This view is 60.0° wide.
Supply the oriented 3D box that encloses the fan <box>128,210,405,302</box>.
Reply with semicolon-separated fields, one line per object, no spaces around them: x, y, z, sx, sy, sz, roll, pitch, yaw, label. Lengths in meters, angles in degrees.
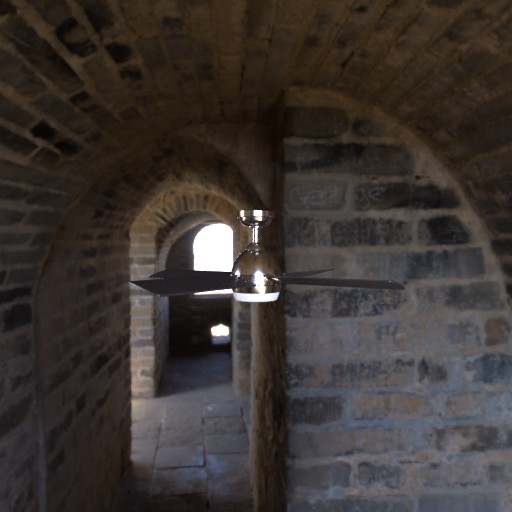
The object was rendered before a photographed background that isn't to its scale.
0.000;0.000;2.033;1.332;0.403;1.332;1;1;36;fan
